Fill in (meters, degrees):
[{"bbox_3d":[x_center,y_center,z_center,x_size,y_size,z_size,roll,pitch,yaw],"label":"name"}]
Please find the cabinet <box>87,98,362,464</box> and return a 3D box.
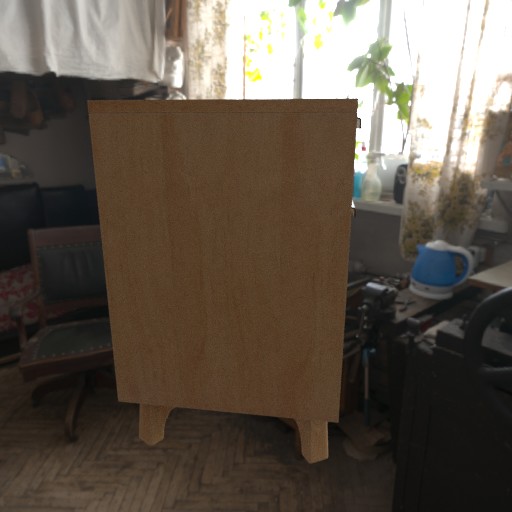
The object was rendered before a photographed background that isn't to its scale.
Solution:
[{"bbox_3d":[0.000,0.000,0.937,0.394,0.599,0.551,3,17,8],"label":"cabinet"}]
